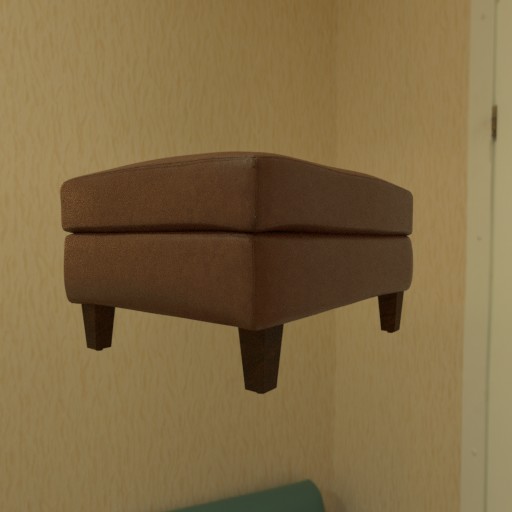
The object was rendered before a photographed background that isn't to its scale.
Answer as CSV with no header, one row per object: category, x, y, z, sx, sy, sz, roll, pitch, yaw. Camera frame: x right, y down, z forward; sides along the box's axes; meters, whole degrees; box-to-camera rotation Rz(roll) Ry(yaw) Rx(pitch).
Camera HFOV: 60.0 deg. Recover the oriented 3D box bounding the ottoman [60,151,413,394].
ottoman,0.000,0.000,1.263,0.650,0.485,0.851,2,3,37
